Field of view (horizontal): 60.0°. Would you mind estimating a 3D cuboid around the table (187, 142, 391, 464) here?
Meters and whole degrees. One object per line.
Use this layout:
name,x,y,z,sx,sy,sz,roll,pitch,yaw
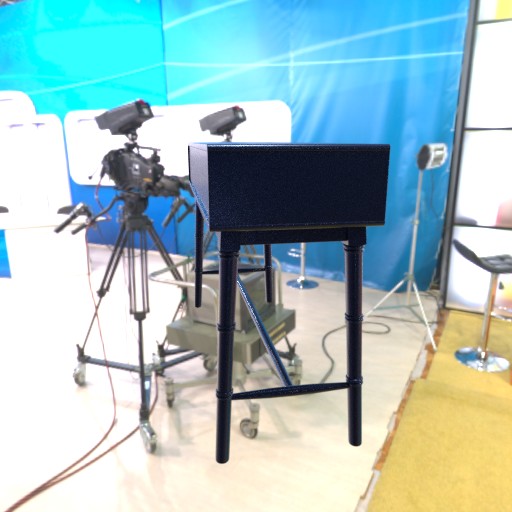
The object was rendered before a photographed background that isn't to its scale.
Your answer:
table,0.000,0.000,1.512,0.399,0.749,1.118,-3,15,-10
